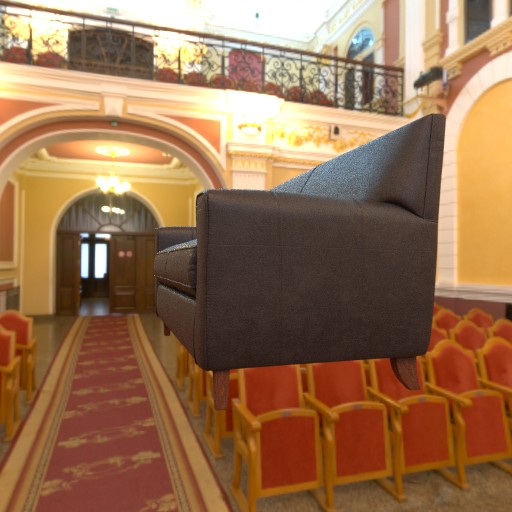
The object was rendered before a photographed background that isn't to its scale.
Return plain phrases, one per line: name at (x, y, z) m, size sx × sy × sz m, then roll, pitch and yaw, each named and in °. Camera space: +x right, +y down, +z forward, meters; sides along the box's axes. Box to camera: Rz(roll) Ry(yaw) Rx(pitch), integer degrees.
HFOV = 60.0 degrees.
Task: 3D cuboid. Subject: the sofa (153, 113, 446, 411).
sofa at (0.000, 0.000, 1.953) m, size 0.787 × 0.871 × 1.473 m, roll 0°, pitch -1°, yaw -18°
